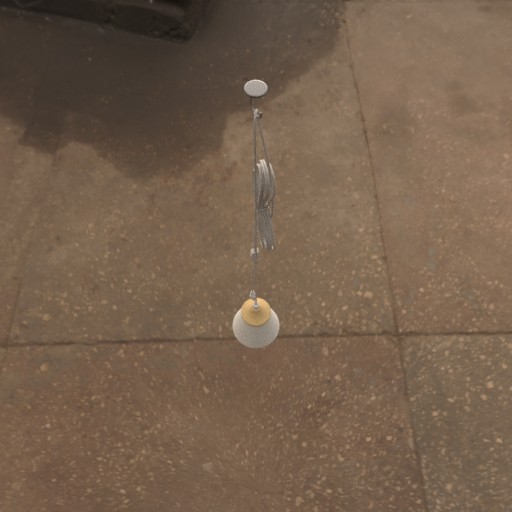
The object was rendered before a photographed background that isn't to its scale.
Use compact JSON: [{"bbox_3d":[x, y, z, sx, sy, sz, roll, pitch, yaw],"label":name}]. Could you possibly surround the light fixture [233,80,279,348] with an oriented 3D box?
[{"bbox_3d":[0.000,0.000,1.027,0.153,0.966,0.153,1,62,0],"label":"light fixture"}]
